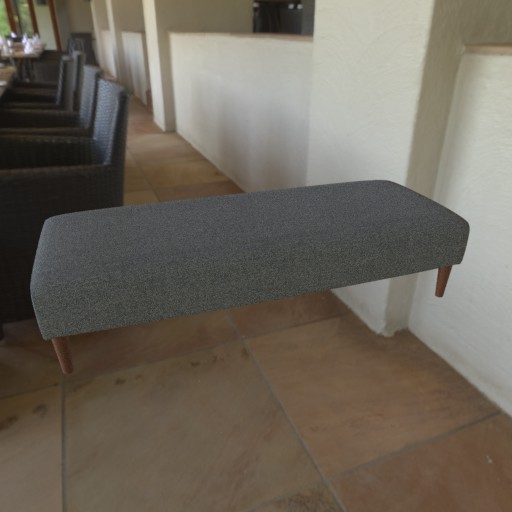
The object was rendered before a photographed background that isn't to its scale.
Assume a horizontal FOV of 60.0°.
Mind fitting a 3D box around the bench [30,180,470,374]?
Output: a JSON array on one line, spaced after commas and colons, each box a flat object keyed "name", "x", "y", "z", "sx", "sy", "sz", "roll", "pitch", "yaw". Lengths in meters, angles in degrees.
[{"name": "bench", "x": 0.000, "y": 0.000, "z": 1.832, "sx": 1.598, "sy": 0.384, "sz": 0.631, "roll": -9, "pitch": 28, "yaw": -16}]
